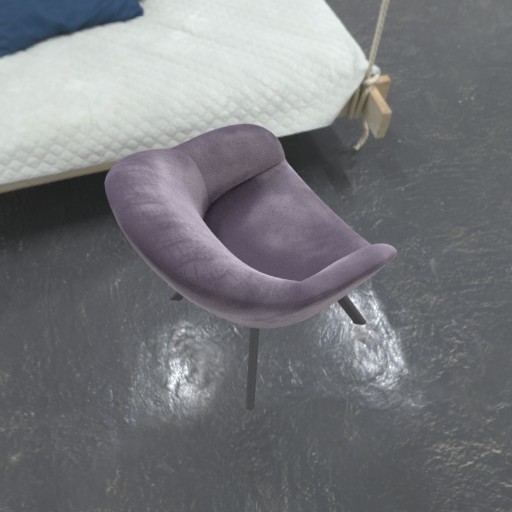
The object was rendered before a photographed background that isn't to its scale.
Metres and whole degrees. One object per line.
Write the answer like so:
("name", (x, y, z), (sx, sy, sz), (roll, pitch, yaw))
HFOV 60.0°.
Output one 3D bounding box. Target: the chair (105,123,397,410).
("chair", (0.000, 0.000, 1.198), (0.590, 0.795, 0.550), (-32, 64, -18))
